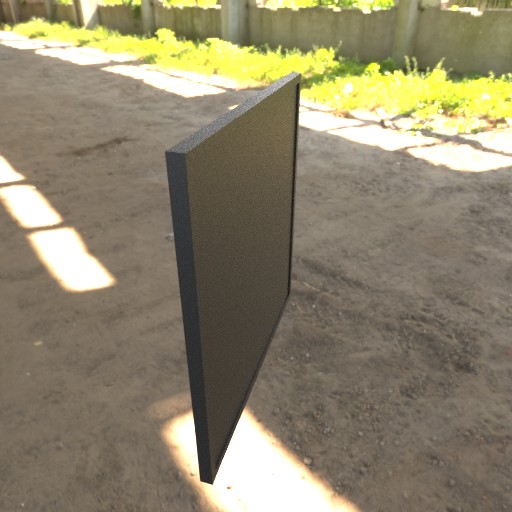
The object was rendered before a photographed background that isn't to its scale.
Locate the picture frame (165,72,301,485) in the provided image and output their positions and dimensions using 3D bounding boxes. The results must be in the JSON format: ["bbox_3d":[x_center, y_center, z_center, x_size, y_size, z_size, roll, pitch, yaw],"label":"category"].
[{"bbox_3d":[0.000,0.000,1.139,0.032,0.775,0.775,9,32,15],"label":"picture frame"}]
